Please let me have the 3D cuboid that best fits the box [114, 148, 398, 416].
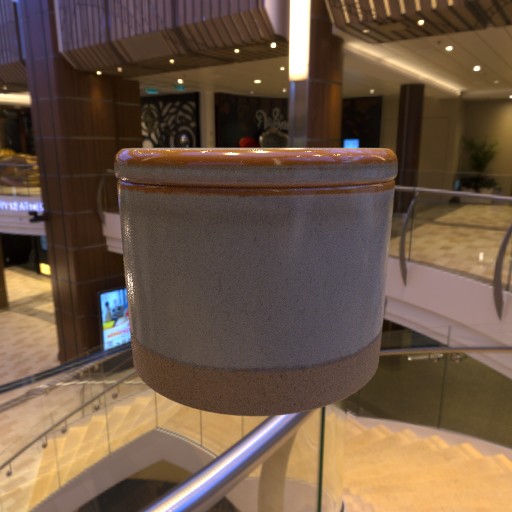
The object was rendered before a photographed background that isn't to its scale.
[{"bbox_3d":[0.000,0.000,0.211,0.123,0.100,0.123,0,14,0],"label":"box"}]
